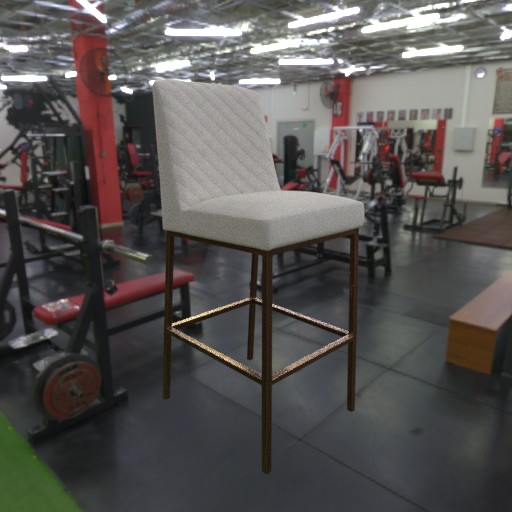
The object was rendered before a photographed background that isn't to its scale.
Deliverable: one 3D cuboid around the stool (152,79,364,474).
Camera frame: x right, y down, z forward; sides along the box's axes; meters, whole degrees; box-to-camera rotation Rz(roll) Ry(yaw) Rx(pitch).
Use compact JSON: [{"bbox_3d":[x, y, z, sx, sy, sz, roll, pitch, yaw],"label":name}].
[{"bbox_3d":[0.000,0.000,1.430,0.462,1.084,0.546,-14,21,-42],"label":"stool"}]
